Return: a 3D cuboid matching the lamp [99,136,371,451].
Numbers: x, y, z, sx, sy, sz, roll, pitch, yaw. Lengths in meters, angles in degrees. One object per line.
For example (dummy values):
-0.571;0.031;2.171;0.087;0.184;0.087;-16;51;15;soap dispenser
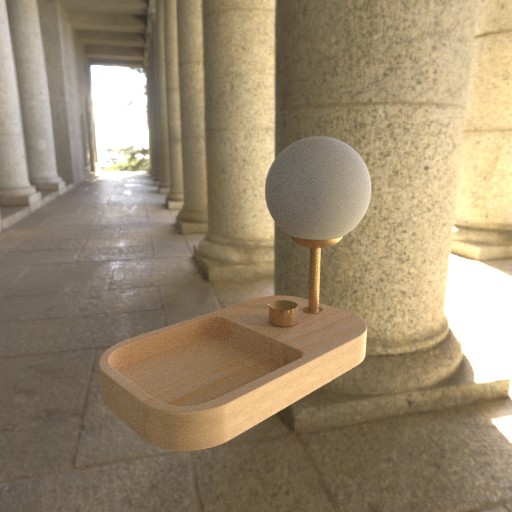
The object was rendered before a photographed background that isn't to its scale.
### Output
0.000;0.000;0.479;0.331;0.253;0.173;-13;19;-42;lamp
